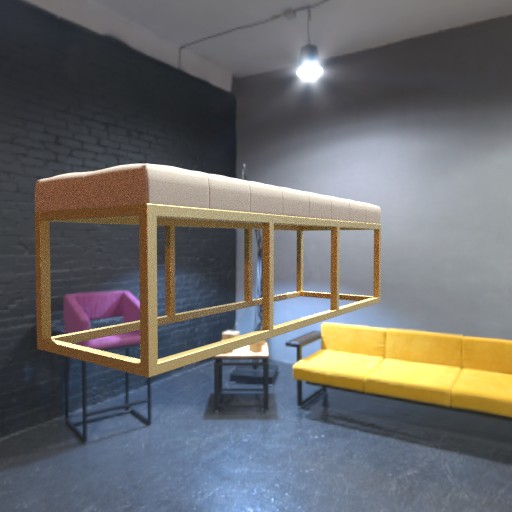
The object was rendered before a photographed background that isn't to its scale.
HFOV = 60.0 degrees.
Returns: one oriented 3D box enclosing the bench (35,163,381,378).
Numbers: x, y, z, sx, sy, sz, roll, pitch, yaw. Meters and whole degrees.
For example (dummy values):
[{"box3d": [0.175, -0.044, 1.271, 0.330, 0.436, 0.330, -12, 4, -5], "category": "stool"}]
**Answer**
[{"box3d": [0.000, 0.000, 1.692, 0.457, 0.484, 1.473, 1, 2, 35], "category": "bench"}]
